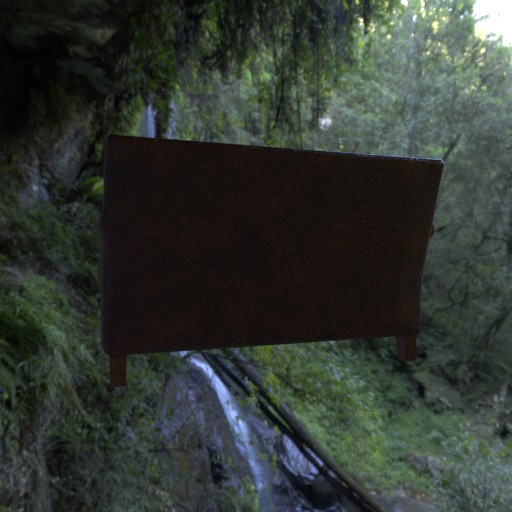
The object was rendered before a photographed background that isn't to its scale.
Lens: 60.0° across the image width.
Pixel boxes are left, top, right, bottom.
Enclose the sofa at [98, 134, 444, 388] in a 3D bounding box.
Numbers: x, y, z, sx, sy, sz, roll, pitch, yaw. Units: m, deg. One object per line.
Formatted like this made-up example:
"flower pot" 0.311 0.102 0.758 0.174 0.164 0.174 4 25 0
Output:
"sofa" 0.000 0.000 2.384 1.628 1.070 1.148 0 1 -18
